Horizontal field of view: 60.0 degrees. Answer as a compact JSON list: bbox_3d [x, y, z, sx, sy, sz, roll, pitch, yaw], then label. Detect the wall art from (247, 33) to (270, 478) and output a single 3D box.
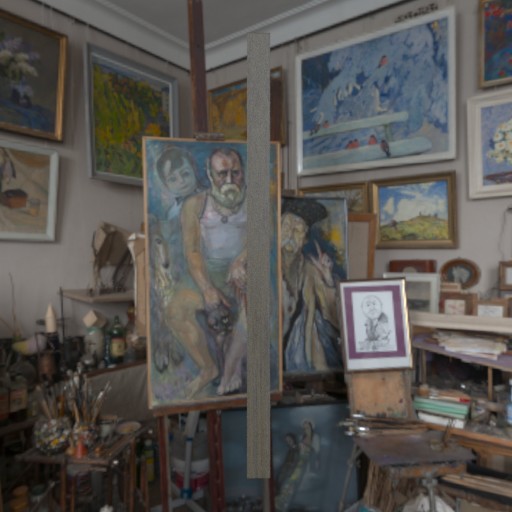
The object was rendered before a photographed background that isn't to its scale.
[{"bbox_3d":[0.000,0.000,1.133,0.039,0.758,0.758,0,0,-1],"label":"wall art"}]
